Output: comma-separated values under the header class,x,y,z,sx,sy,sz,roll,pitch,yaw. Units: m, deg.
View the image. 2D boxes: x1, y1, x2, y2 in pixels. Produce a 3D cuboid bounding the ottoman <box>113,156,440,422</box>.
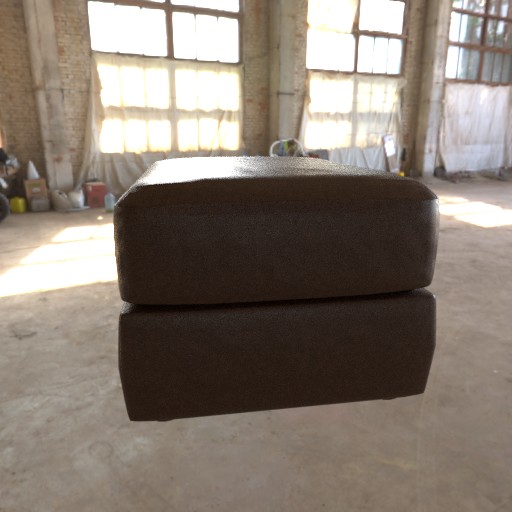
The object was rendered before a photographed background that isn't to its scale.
class,x,y,z,sx,sy,sz,roll,pitch,yaw
ottoman,0.000,0.000,1.134,0.603,0.476,0.751,-2,16,-9
